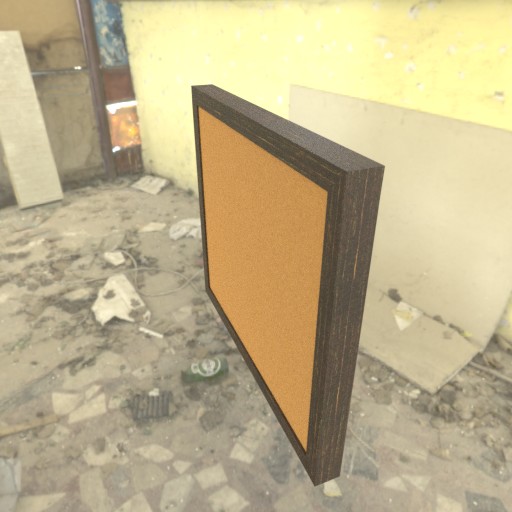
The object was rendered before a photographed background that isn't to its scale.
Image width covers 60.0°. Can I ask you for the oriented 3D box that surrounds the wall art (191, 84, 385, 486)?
[{"bbox_3d":[0.000,0.000,0.525,0.031,0.330,0.381,-11,31,-19],"label":"wall art"}]
